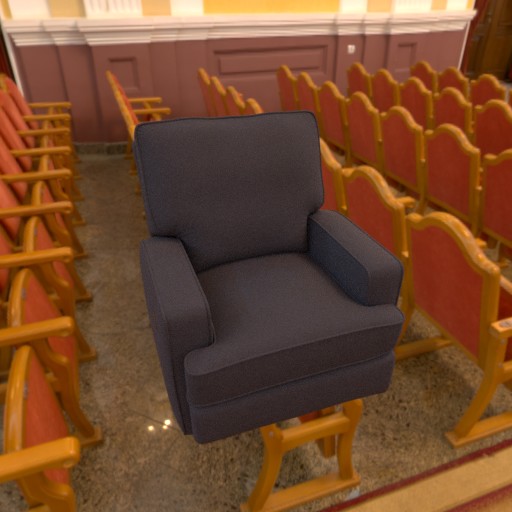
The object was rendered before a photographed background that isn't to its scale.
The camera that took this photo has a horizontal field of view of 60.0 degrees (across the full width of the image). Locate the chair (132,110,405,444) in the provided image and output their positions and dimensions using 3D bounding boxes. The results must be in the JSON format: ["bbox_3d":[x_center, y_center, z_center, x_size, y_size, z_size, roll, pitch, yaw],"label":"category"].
[{"bbox_3d":[0.000,0.000,1.728,0.861,0.962,0.964,-11,33,-17],"label":"chair"}]
